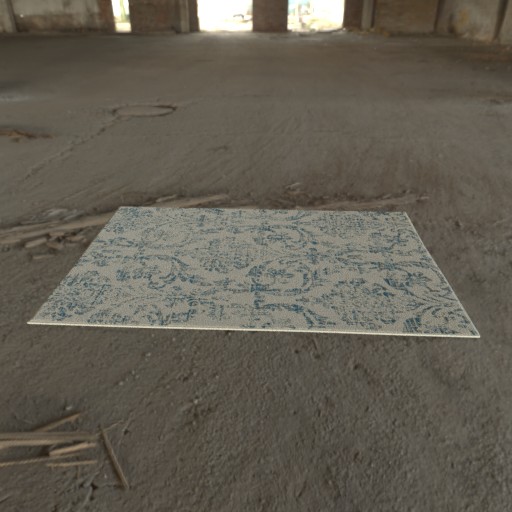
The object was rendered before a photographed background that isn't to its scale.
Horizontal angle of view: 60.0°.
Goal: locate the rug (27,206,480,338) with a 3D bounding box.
[{"bbox_3d":[0.000,0.000,2.311,1.831,0.012,1.213,1,30,2],"label":"rug"}]
